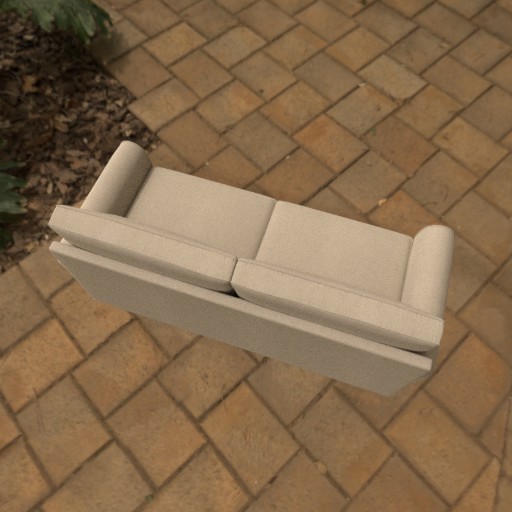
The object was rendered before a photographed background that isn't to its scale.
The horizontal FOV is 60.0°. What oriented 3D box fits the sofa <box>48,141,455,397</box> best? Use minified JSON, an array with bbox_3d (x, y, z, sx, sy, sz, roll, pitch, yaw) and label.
[{"bbox_3d":[0.000,0.000,2.617,2.146,0.962,0.901,17,64,8],"label":"sofa"}]
